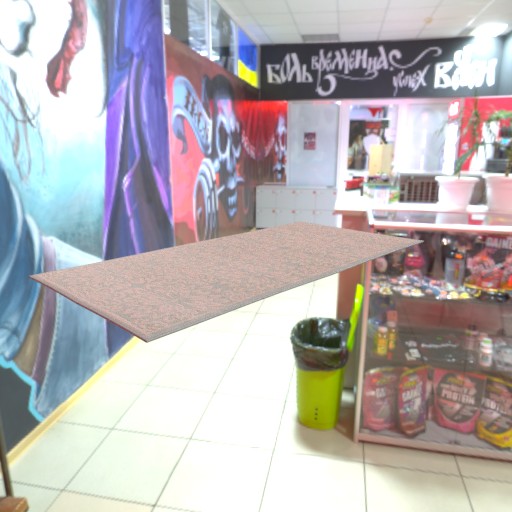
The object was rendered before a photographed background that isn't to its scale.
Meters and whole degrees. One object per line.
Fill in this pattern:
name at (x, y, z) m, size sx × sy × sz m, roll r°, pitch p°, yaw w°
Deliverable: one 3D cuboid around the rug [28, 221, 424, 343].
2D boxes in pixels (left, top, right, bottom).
rug at (0.000, 0.000, 1.466) m, size 0.604 × 0.007 × 1.219 m, roll 14°, pitch 20°, yaw 42°
